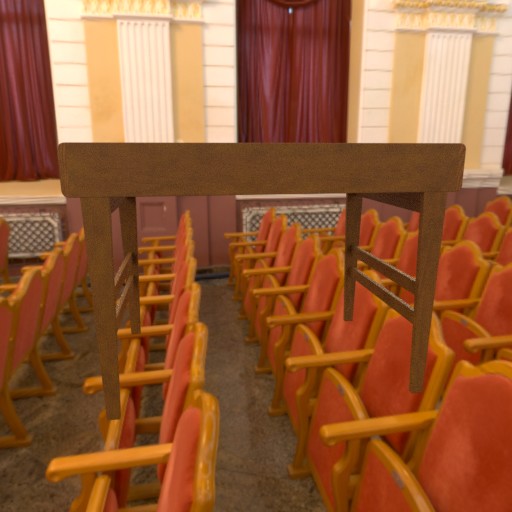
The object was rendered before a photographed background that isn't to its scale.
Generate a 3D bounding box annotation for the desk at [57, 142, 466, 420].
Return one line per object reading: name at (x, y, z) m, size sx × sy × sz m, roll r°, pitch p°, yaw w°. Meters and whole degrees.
desk at (0.000, 0.000, 1.541) m, size 1.066 × 0.754 × 0.660 m, roll -2°, pitch 14°, yaw -9°
